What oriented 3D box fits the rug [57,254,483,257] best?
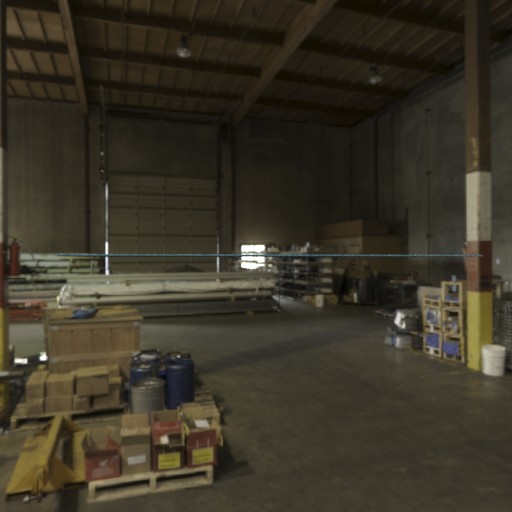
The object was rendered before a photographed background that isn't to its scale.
[{"bbox_3d":[0.000,0.000,3.061,2.373,0.009,1.622,0,0,-18],"label":"rug"}]
